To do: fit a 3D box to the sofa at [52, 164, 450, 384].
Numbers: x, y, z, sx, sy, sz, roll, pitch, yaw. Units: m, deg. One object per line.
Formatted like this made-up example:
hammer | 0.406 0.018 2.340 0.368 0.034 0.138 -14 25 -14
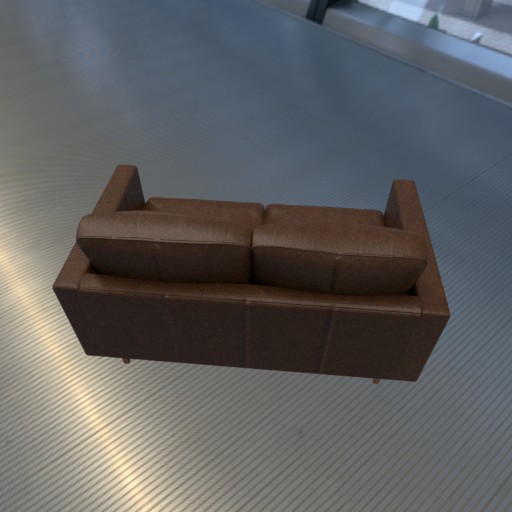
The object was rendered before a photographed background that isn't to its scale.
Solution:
sofa | 0.000 0.000 2.200 1.578 0.951 0.909 4 46 4
